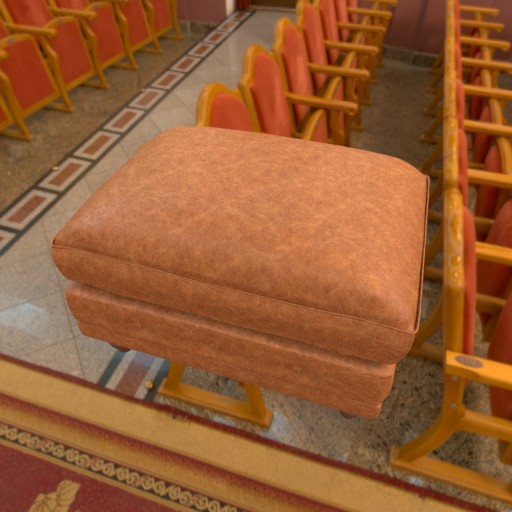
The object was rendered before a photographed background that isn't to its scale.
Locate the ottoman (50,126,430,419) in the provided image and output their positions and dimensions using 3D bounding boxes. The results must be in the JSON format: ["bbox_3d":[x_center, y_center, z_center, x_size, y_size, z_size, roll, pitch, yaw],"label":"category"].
[{"bbox_3d":[0.000,0.000,1.063,0.710,0.480,0.533,12,44,13],"label":"ottoman"}]
